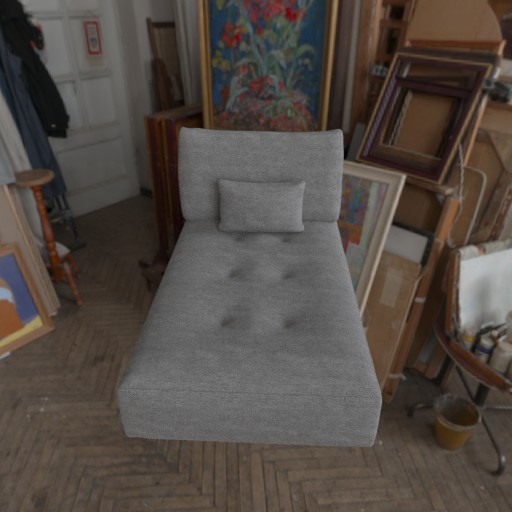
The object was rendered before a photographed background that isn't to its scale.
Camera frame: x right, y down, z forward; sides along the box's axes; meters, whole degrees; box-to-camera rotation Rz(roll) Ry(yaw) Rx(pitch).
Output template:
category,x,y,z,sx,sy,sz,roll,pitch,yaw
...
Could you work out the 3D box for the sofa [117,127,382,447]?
category,x,y,z,sx,sy,sz,roll,pitch,yaw
sofa,0.000,0.000,2.033,0.930,0.820,1.450,1,30,2
